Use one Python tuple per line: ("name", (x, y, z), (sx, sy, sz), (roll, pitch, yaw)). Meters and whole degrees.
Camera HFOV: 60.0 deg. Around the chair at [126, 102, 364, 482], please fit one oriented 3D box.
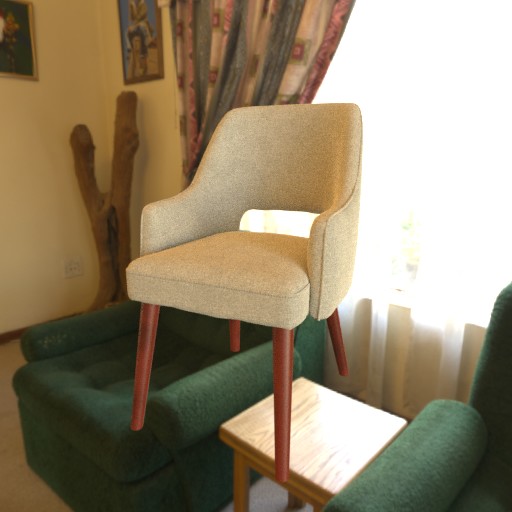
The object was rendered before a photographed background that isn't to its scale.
("chair", (0.000, 0.000, 1.229), (0.548, 0.849, 0.605), (7, 15, 26))
